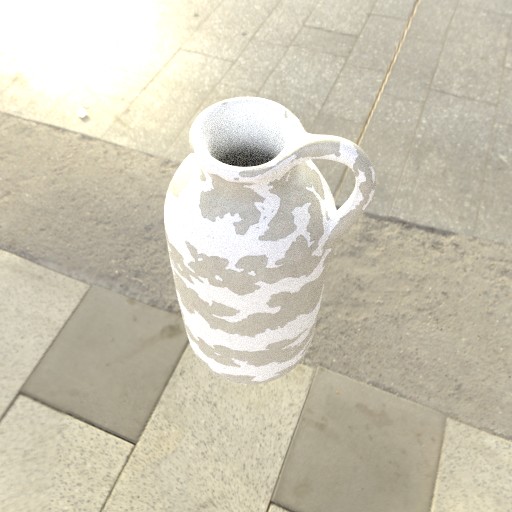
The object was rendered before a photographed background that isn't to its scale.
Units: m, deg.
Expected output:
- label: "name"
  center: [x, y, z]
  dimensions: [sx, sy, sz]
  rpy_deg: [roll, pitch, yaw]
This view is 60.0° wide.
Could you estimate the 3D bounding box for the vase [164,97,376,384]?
- label: "vase"
  center: [0.000, 0.000, 0.498]
  dimensions: [0.203, 0.382, 0.186]
  rpy_deg: [17, 59, 11]
